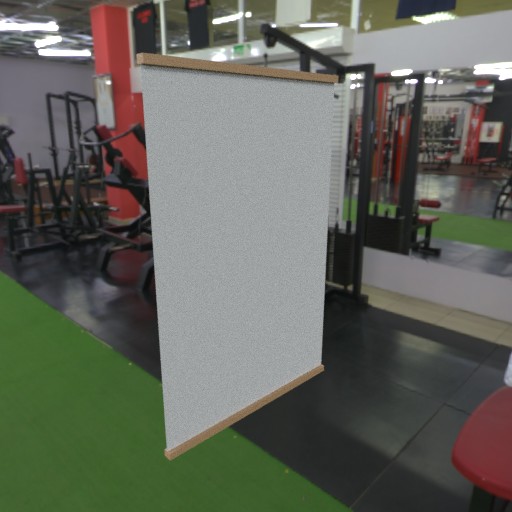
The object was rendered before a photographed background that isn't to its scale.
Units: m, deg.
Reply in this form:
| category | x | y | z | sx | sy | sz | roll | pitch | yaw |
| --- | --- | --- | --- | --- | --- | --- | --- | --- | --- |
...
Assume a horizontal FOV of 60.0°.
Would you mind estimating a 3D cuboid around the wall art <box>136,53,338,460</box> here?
| category | x | y | z | sx | sy | sz | roll | pitch | yaw |
| --- | --- | --- | --- | --- | --- | --- | --- | --- | --- |
| wall art | 0.000 | 0.000 | 0.646 | 0.335 | 0.510 | 0.013 | -15 | 22 | -41 |
